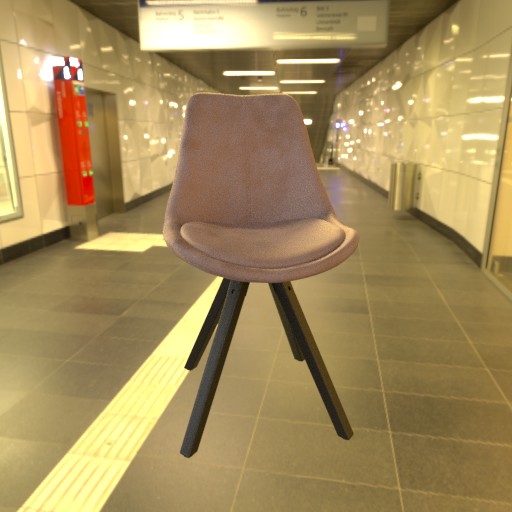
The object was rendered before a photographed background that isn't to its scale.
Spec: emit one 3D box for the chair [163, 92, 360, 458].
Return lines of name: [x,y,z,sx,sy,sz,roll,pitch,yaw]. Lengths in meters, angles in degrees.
chair: [0.000,0.000,1.189,0.483,0.865,0.547,-2,16,-9]
